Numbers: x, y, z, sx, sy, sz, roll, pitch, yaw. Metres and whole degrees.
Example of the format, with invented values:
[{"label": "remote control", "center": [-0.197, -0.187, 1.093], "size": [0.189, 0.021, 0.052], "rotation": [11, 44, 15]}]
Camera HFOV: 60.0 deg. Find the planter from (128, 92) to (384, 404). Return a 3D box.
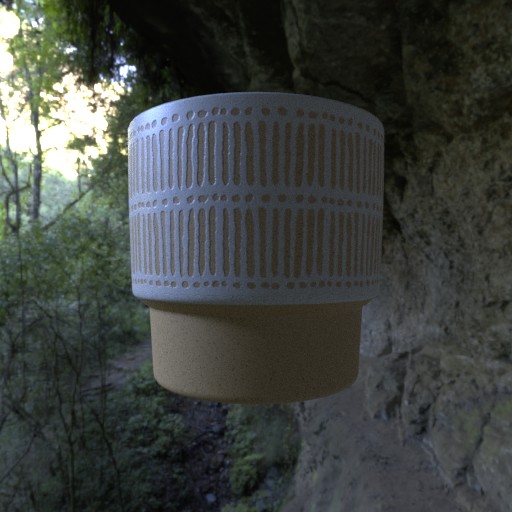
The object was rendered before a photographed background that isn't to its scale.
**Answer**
[{"label": "planter", "center": [0.000, 0.000, 0.568], "size": [0.317, 0.303, 0.317], "rotation": [0, -1, 0]}]
